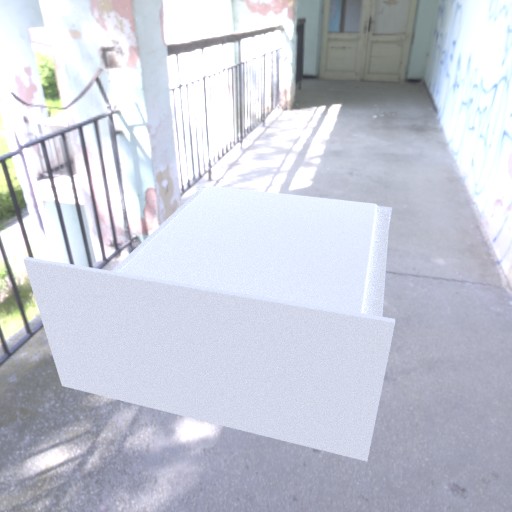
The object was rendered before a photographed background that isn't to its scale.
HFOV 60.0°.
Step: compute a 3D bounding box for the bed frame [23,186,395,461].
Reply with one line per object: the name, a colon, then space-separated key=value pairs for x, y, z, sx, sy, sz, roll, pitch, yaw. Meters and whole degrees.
bed frame: x=0.000 y=0.000 z=2.820 sx=1.622 sy=0.800 sz=1.960 roll=8 pitch=31 yaw=14
